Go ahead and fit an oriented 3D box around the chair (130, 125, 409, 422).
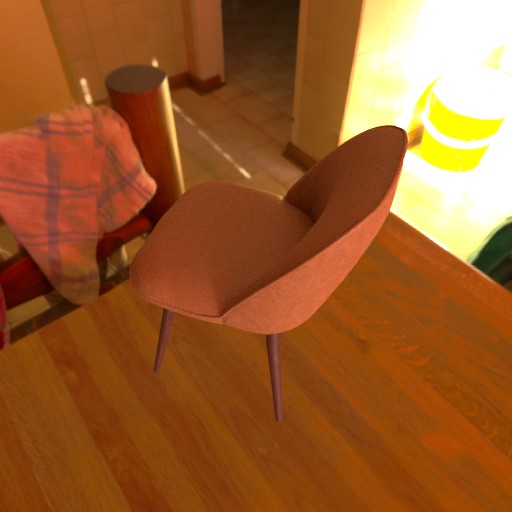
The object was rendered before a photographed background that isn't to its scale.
[{"bbox_3d":[0.000,0.000,1.250,0.631,0.831,0.521,17,50,14],"label":"chair"}]
